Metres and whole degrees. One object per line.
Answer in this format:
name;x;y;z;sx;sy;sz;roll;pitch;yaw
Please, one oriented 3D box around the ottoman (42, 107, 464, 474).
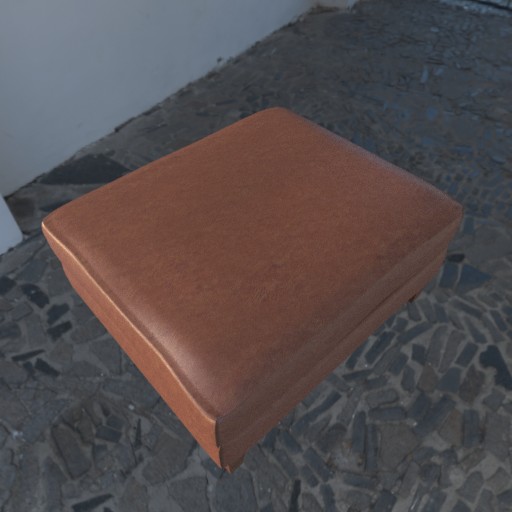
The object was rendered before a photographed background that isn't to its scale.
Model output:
ottoman;0.000;0.000;1.428;0.987;0.472;0.836;-34;56;-27
